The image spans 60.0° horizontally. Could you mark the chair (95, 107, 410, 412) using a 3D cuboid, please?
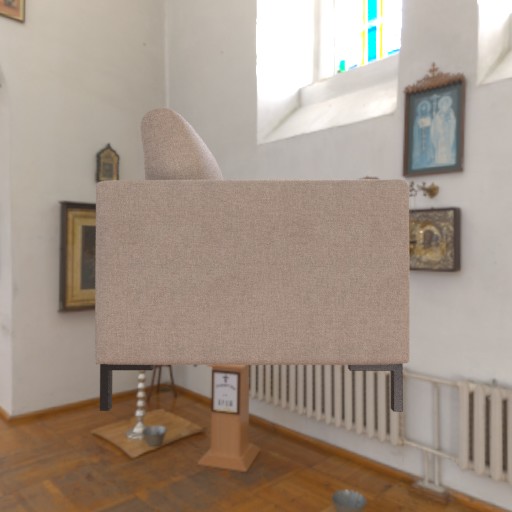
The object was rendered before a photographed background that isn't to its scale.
[{"bbox_3d":[0.000,0.000,1.646,0.866,0.861,0.963,0,-1,1],"label":"chair"}]
